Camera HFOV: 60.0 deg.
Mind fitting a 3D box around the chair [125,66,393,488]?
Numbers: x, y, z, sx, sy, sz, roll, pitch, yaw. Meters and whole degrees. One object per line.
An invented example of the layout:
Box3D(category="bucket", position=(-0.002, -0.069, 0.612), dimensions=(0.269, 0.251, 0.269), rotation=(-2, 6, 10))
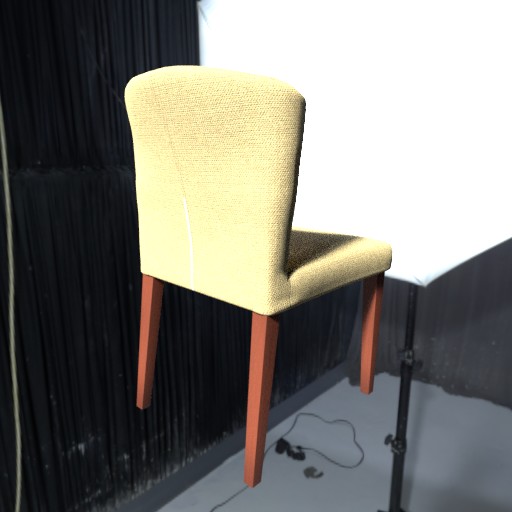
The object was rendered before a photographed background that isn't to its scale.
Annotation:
Box3D(category="chair", position=(0.000, 0.000, 1.144), dimensions=(0.491, 0.839, 0.589), rotation=(13, 19, 42))
